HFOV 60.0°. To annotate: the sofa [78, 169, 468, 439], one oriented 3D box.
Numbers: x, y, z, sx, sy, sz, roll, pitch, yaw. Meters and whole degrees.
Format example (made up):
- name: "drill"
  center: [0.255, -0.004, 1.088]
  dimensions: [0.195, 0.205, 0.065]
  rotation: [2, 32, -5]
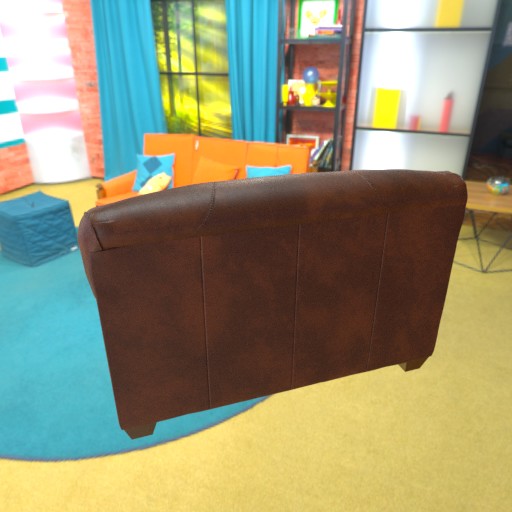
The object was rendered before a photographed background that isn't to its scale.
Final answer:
- name: "sofa"
  center: [0.000, 0.000, 2.048]
  dimensions: [1.413, 0.956, 1.000]
  rotation: [-8, 27, -17]
